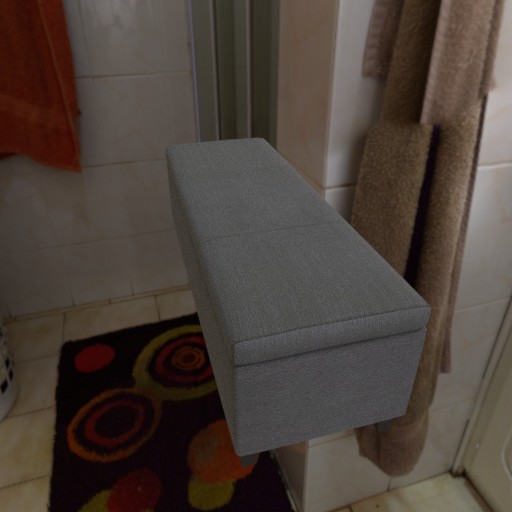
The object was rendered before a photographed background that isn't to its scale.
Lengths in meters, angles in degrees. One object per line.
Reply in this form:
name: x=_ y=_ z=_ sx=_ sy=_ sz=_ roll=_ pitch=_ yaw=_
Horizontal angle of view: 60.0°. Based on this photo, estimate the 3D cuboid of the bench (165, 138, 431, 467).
bench: x=0.000 y=0.000 z=1.498 sx=0.446 sy=0.438 sz=1.269 roll=-8 pitch=33 yaw=-13
